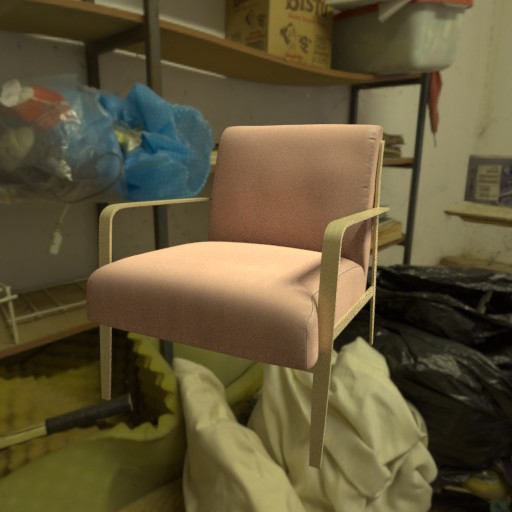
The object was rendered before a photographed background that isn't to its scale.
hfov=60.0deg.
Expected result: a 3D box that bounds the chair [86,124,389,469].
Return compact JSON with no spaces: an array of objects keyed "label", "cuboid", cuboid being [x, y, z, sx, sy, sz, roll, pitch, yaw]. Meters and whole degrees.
[{"label":"chair","cuboid":[0.000,0.000,1.417,0.701,0.823,0.848,7,16,25]}]
